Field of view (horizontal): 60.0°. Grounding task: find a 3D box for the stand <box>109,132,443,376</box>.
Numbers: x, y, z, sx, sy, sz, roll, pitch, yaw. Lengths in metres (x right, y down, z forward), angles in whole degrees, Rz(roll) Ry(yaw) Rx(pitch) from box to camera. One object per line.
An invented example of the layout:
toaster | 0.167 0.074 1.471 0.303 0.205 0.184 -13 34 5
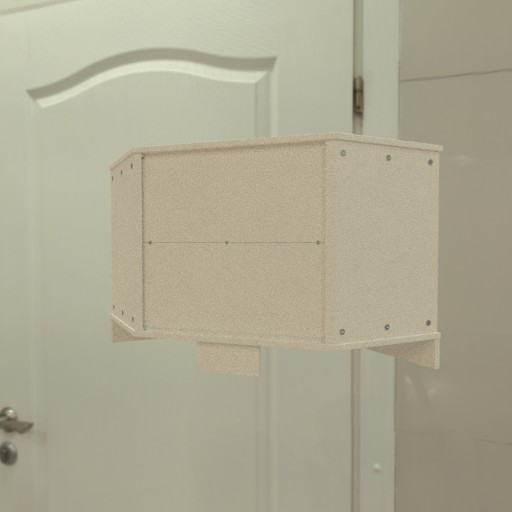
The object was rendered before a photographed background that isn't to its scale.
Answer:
stand | 0.000 0.000 1.381 1.072 0.614 0.477 1 2 18
